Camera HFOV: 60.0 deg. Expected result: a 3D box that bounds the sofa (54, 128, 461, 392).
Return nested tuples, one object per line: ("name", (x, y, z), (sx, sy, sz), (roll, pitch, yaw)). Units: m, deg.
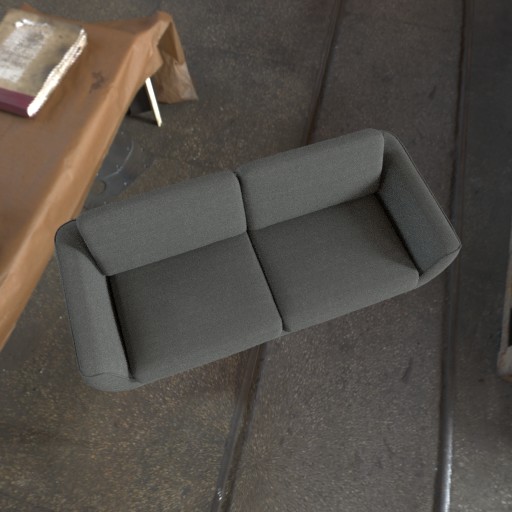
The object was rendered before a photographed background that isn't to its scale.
("sofa", (0.000, 0.000, 2.468), (2.000, 0.850, 0.920), (-18, 66, -8))
